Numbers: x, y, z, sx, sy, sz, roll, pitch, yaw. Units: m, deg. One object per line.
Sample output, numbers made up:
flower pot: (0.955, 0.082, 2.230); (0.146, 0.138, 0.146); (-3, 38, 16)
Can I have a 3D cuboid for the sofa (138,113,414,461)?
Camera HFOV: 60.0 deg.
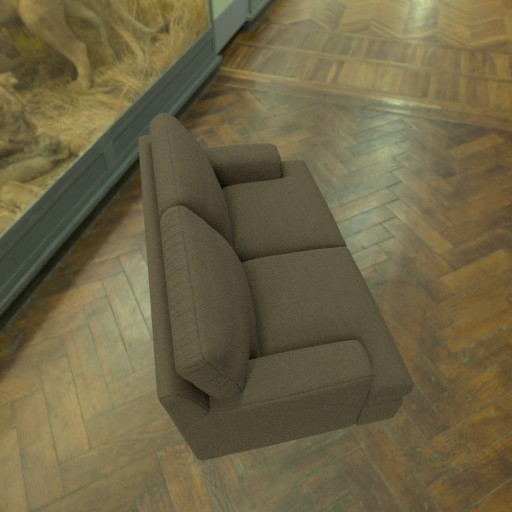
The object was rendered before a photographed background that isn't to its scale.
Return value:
sofa: (0.000, 0.000, 2.519); (1.140, 0.950, 1.869); (-9, 48, -8)
